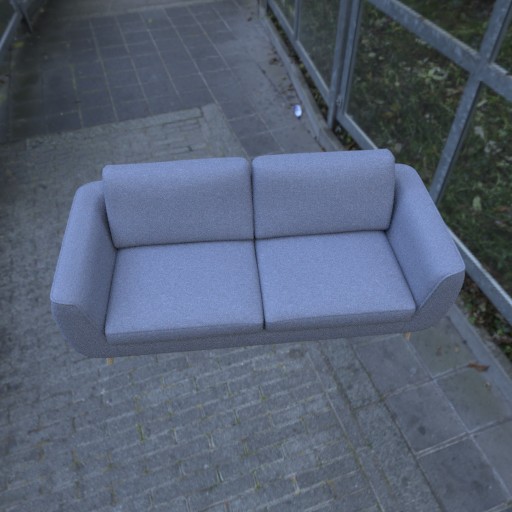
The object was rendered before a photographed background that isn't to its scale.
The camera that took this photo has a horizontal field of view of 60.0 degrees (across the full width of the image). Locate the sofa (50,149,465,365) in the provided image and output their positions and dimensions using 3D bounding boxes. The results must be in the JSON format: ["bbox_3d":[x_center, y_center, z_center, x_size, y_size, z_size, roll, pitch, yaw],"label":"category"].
[{"bbox_3d":[0.000,0.000,2.524,2.000,0.870,0.920,-4,48,-4],"label":"sofa"}]
